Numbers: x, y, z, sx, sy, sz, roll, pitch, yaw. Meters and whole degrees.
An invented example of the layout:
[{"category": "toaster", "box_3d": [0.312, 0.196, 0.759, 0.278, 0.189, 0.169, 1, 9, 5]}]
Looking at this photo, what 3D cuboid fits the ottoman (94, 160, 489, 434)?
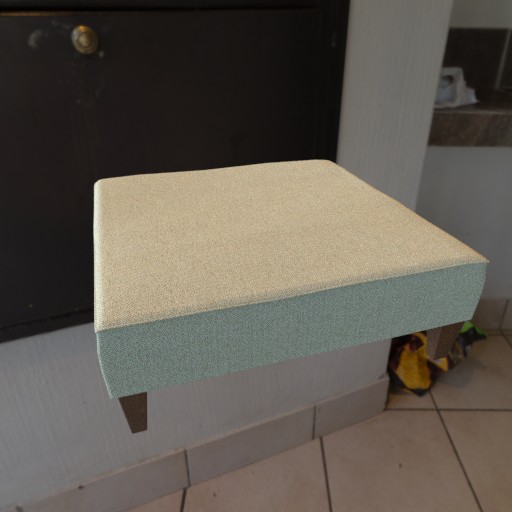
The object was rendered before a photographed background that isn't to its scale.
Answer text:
[{"category": "ottoman", "box_3d": [0.000, 0.000, 1.504, 1.004, 0.379, 0.968, -9, 30, -15]}]
